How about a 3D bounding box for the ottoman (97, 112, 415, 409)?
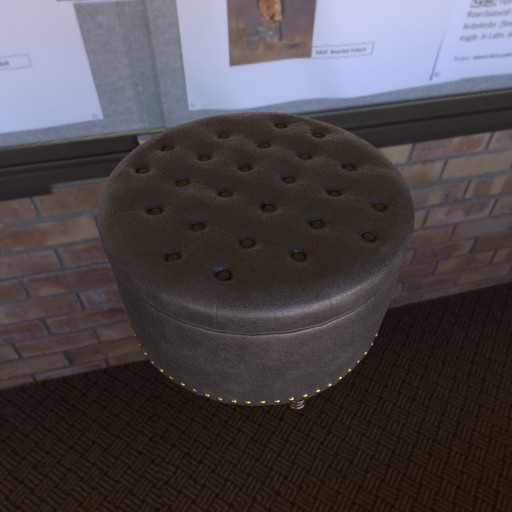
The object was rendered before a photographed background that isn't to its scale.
[{"bbox_3d":[0.000,0.000,1.046,0.637,0.442,0.637,0,46,0],"label":"ottoman"}]
